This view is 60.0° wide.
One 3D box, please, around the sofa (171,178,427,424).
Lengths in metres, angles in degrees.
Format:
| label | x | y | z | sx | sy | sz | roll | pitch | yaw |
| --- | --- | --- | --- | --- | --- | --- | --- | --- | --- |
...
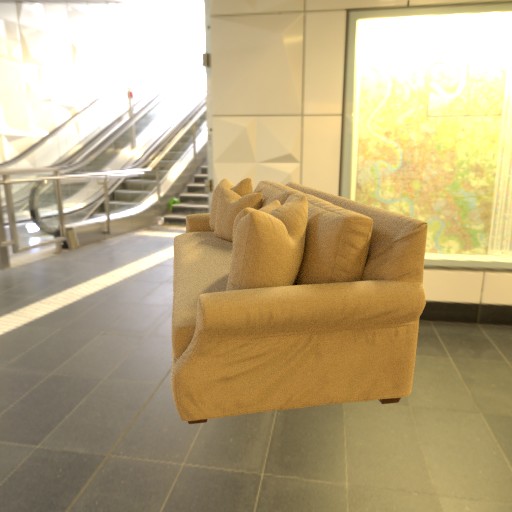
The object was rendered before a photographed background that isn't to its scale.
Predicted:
| label | x | y | z | sx | sy | sz | roll | pitch | yaw |
| --- | --- | --- | --- | --- | --- | --- | --- | --- | --- |
| sofa | 0.000 | 0.000 | 2.805 | 1.067 | 0.904 | 2.285 | -2 | 14 | -10 |
